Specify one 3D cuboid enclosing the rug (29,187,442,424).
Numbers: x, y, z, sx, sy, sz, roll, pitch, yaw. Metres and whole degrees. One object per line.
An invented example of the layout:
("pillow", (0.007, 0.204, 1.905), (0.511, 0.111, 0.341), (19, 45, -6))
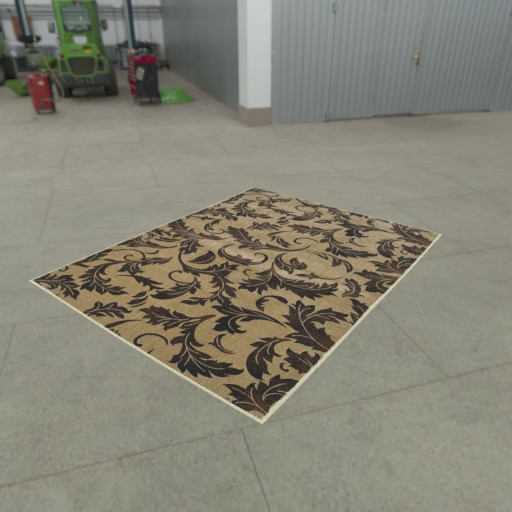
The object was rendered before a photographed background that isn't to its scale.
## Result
("rug", (0.000, 0.000, 3.977), (2.380, 0.008, 2.977), (20, 33, 33))
